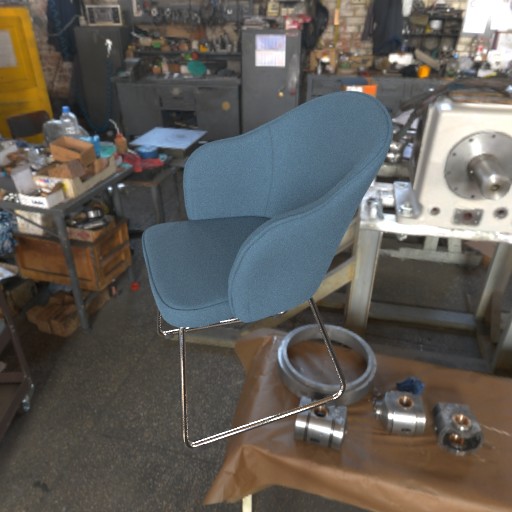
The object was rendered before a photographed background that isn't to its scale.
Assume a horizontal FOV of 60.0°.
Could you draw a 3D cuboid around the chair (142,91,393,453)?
[{"bbox_3d":[0.000,0.000,1.212,0.585,0.815,0.570,-10,32,-16],"label":"chair"}]
